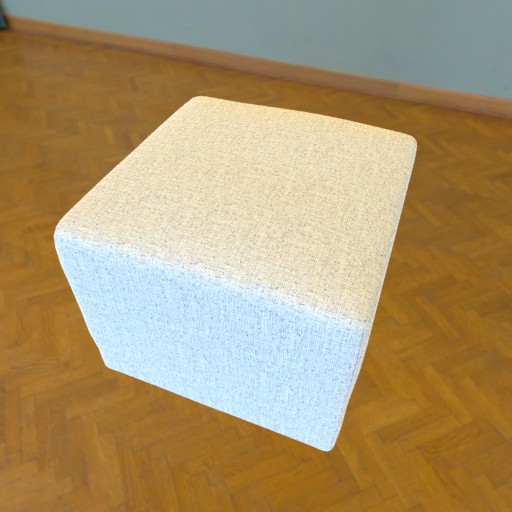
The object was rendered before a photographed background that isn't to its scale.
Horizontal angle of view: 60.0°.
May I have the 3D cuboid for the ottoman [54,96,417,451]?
[{"bbox_3d":[0.000,0.000,0.922,0.512,0.453,0.521,16,47,15],"label":"ottoman"}]
